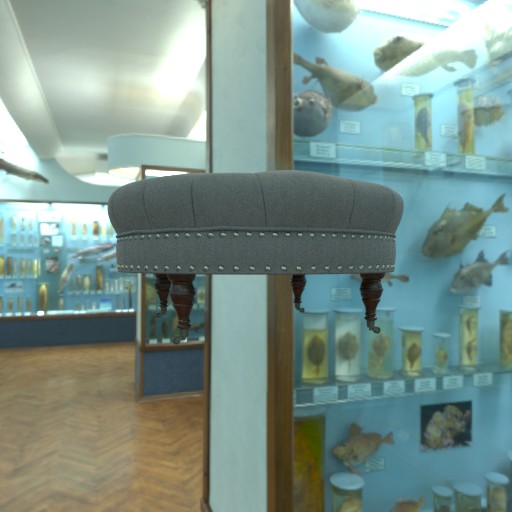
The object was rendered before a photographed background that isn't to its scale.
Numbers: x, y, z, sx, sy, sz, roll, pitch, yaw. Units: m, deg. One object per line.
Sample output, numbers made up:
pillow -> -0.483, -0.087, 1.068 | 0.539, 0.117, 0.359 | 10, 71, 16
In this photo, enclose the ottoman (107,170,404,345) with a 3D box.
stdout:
ottoman -> 0.000, 0.000, 1.415 | 0.901, 0.439, 0.901 | 0, -1, 0
